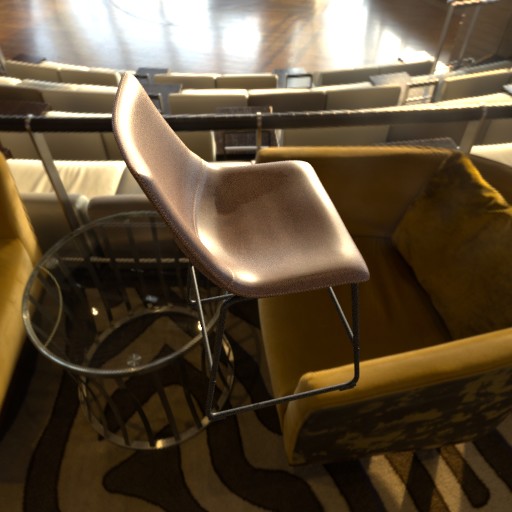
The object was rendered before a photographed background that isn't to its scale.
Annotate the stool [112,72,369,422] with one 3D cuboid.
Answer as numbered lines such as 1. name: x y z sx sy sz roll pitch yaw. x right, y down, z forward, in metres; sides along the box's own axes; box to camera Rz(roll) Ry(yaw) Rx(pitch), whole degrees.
1. stool: 0.000 0.000 1.183 0.550 0.890 0.460 -10 48 -9
